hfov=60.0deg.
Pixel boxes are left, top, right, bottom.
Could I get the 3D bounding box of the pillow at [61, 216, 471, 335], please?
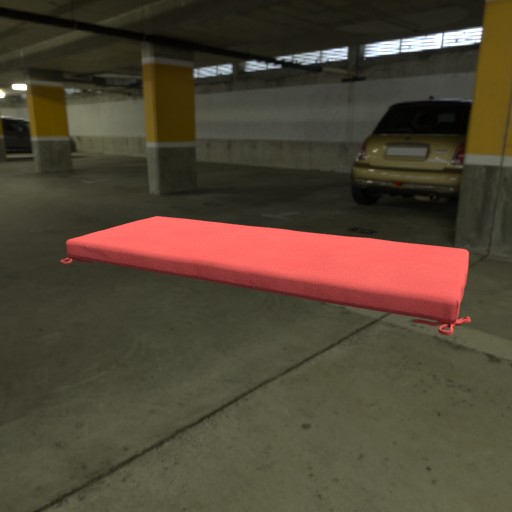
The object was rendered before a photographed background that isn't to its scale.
[{"bbox_3d":[0.000,0.000,1.332,1.187,0.081,0.492,8,18,26],"label":"pillow"}]
